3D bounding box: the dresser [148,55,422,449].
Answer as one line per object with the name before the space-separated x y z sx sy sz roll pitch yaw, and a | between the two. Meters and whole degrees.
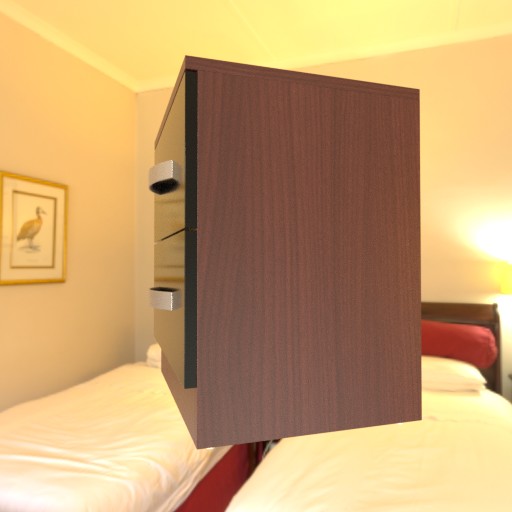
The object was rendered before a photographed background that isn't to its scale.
dresser | 0.000 0.000 0.761 0.360 0.470 0.400 0 -1 -18
